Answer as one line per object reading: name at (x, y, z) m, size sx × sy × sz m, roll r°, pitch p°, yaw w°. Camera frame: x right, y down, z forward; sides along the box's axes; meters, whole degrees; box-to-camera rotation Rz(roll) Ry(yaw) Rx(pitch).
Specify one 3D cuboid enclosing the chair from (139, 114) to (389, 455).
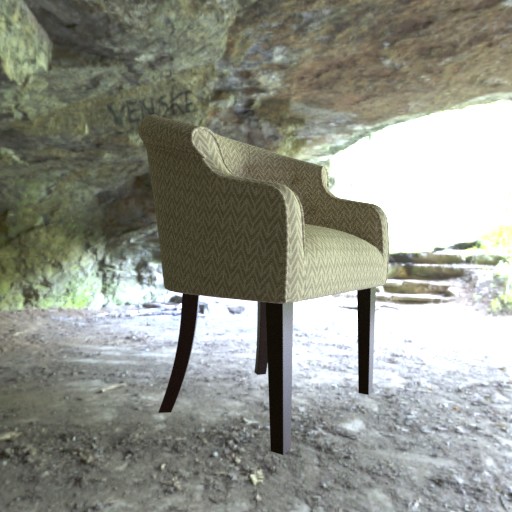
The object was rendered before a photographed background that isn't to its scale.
chair at (0.000, 0.000, 1.324) m, size 0.613 × 0.858 × 0.686 m, roll 1°, pitch 1°, yaw 36°
